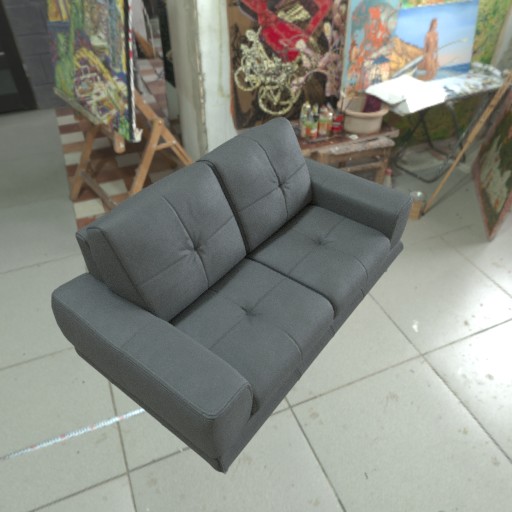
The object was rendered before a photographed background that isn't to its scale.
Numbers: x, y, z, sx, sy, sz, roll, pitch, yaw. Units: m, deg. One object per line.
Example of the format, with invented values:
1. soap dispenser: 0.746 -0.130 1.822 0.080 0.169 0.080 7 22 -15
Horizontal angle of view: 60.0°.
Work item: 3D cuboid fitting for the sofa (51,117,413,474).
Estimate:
1. sofa: 0.000 0.000 2.328 1.018 0.907 1.806 27 48 27
